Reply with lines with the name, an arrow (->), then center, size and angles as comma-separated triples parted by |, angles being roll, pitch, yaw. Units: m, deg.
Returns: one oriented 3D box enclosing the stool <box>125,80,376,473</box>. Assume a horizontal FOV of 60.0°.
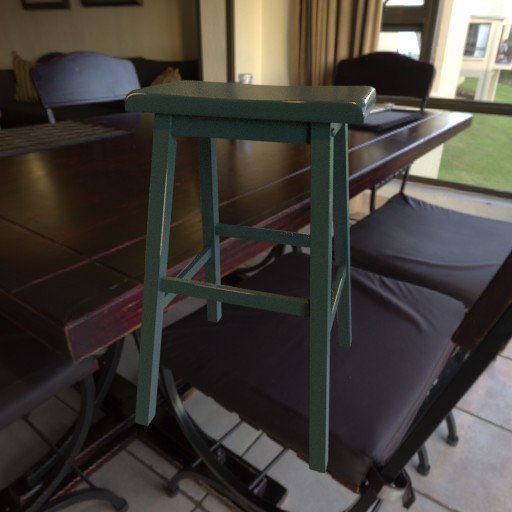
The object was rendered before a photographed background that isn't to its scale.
stool -> 0.000, 0.000, 1.037 | 0.457, 0.737, 0.476 | 8, 28, 16
